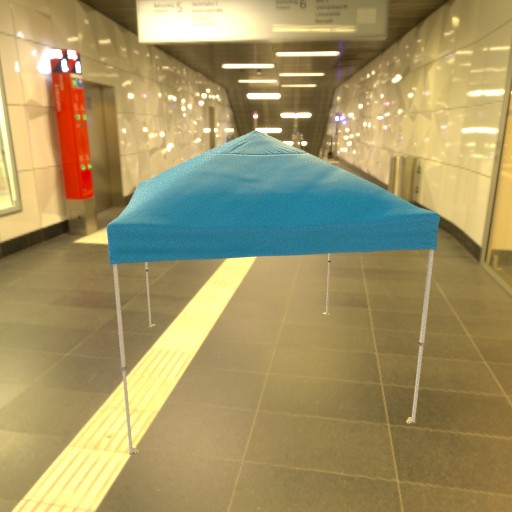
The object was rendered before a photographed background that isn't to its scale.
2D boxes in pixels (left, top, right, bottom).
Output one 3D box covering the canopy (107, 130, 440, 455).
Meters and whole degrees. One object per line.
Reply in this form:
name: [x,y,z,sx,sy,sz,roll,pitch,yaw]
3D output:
canopy: [0.000,0.000,5.478,2.996,2.997,2.998,-3,16,-9]
